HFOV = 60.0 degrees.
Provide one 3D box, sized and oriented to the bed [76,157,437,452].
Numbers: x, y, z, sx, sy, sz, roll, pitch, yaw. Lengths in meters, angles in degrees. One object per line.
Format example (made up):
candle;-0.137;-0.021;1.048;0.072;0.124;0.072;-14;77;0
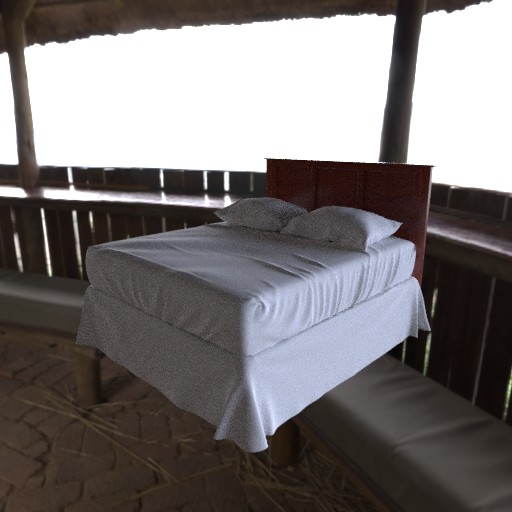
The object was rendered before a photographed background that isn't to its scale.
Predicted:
bed;0.000;0.000;3.191;1.870;1.270;2.050;14;21;42
